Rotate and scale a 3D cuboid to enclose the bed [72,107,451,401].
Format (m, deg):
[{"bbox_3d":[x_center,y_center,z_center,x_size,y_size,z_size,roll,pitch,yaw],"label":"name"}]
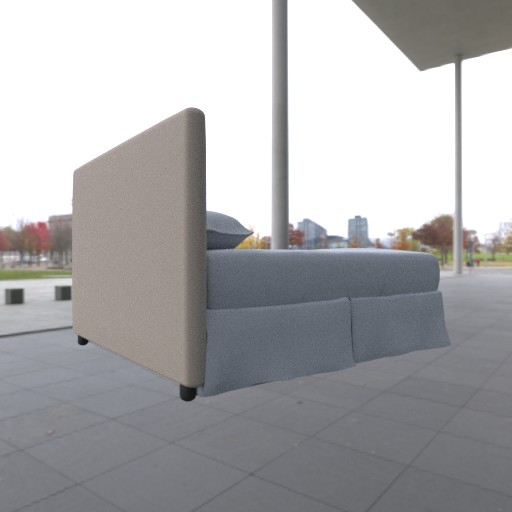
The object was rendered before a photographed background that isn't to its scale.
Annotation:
[{"bbox_3d":[0.000,0.000,3.271,2.142,1.330,1.884,0,0,-37],"label":"bed"}]
